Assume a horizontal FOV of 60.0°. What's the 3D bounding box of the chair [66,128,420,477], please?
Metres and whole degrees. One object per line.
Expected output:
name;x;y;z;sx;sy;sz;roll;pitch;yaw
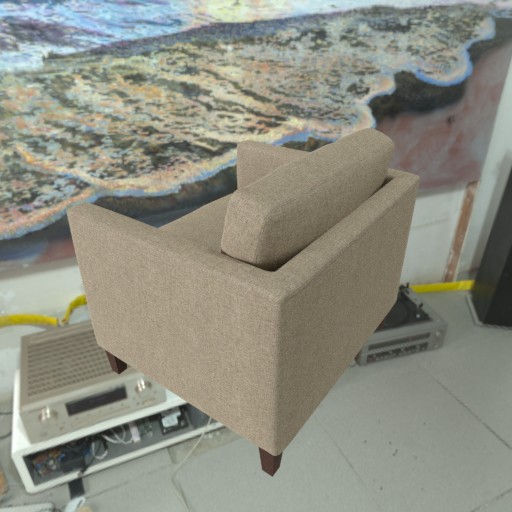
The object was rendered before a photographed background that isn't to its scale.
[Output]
chair;0.000;0.000;1.855;0.959;0.987;1.107;20;36;30
